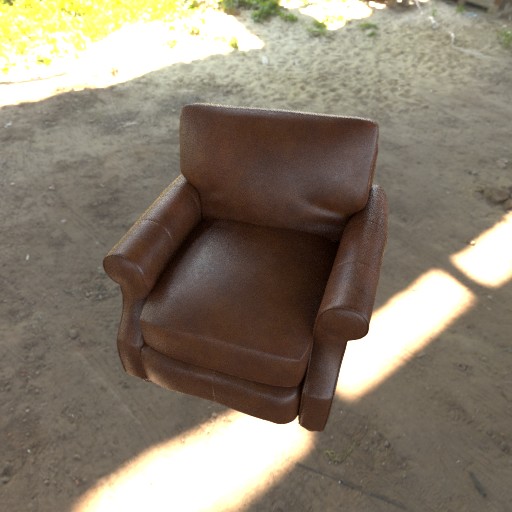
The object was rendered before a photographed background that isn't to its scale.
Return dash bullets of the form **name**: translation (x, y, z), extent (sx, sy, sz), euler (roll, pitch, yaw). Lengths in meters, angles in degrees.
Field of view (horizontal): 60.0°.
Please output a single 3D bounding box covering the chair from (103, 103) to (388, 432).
- **chair**: translation (0.000, 0.000, 1.811), extent (0.989, 0.972, 0.992), euler (12, 41, 14)
